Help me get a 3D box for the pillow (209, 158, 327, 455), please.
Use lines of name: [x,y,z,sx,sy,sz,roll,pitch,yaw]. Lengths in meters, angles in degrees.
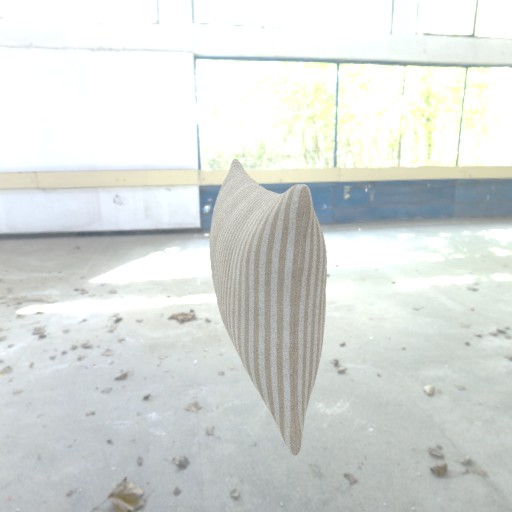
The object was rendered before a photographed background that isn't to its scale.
pillow: [0.000,0.000,0.739,0.151,0.295,0.617,-2,15,-8]
